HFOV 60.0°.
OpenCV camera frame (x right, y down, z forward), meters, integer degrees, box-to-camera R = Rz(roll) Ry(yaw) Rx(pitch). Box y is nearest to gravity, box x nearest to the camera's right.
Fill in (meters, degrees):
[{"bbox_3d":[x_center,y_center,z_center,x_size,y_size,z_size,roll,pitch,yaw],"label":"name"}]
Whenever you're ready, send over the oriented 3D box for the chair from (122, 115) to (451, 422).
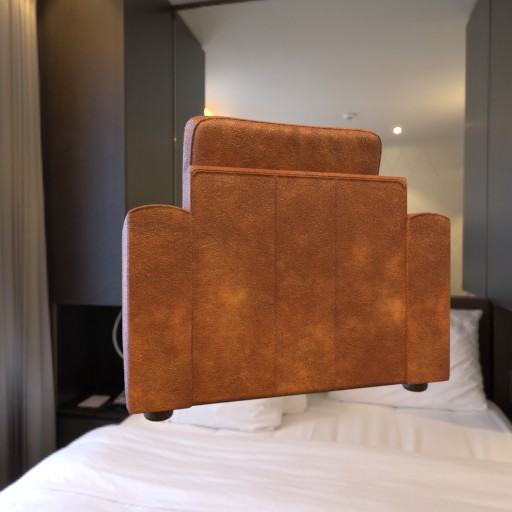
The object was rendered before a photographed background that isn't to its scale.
[{"bbox_3d":[0.000,0.000,1.751,1.005,0.873,1.016,0,1,-17],"label":"chair"}]
